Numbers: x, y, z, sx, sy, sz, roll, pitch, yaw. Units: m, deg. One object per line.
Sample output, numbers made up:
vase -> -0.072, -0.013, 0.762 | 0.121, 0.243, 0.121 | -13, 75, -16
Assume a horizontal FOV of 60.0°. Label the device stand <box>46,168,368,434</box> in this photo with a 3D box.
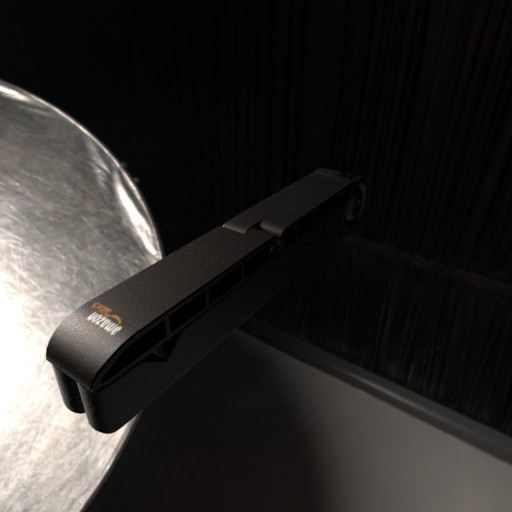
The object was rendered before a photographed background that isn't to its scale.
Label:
device stand -> 0.000, 0.000, 0.188 | 0.026, 0.030, 0.179 | 20, 36, 30
